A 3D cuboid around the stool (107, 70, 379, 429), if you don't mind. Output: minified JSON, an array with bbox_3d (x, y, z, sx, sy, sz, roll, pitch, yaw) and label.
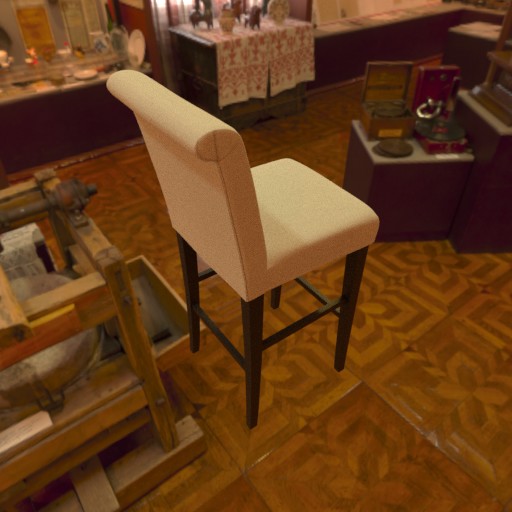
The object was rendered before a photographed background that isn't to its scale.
[{"bbox_3d":[0.000,0.000,1.417,0.597,1.124,0.452,-24,45,-27],"label":"stool"}]
